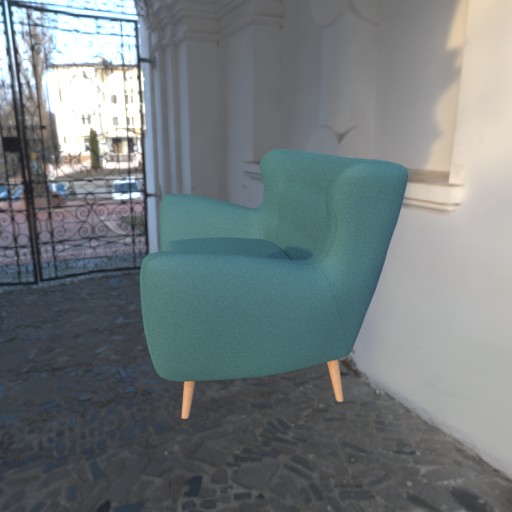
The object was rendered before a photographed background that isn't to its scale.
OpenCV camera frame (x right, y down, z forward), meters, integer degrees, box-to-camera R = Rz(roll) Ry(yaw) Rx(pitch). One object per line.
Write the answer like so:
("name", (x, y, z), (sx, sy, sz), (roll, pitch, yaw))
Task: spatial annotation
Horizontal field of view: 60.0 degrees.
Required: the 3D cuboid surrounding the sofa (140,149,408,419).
("sofa", (0.000, 0.000, 1.965), (0.889, 0.889, 1.397), (-2, 15, -9))
